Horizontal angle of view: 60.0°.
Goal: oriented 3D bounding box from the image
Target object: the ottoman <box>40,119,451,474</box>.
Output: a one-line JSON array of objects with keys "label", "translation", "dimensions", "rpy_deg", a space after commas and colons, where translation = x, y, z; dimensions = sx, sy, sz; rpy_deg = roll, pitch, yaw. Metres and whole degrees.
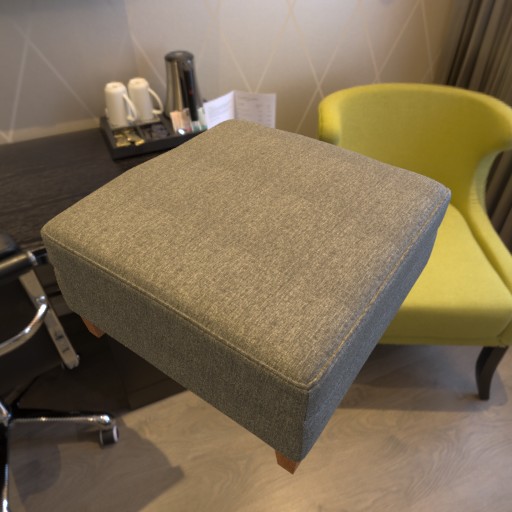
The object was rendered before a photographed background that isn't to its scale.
[{"label": "ottoman", "translation": [0.000, 0.000, 1.324], "dimensions": [0.838, 0.481, 0.838], "rpy_deg": [25, 47, 26]}]
